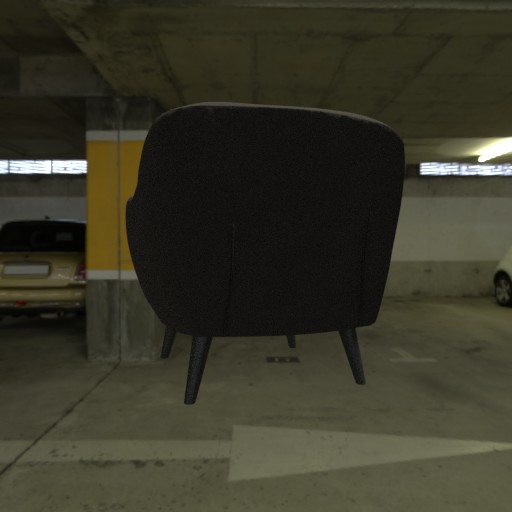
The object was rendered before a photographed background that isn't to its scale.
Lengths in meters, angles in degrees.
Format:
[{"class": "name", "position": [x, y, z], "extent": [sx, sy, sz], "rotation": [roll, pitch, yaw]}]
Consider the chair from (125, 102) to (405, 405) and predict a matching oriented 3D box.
[{"class": "chair", "position": [0.000, 0.000, 1.531], "extent": [0.840, 0.807, 0.819], "rotation": [0, 1, -19]}]
